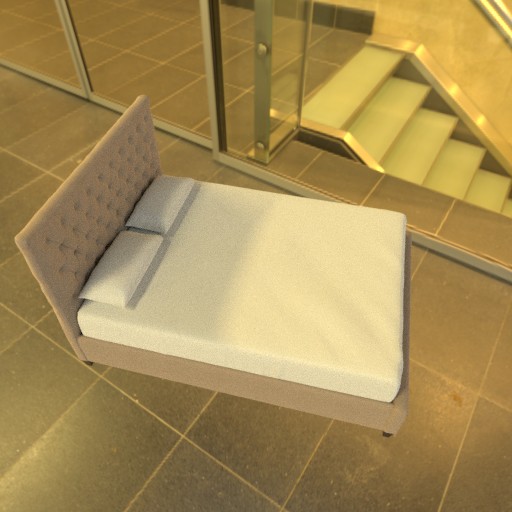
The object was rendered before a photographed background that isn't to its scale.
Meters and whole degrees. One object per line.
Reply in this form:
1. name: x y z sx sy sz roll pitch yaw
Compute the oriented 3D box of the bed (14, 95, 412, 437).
1. bed: 0.000 0.000 3.300 2.387 1.427 1.698 10 48 10
